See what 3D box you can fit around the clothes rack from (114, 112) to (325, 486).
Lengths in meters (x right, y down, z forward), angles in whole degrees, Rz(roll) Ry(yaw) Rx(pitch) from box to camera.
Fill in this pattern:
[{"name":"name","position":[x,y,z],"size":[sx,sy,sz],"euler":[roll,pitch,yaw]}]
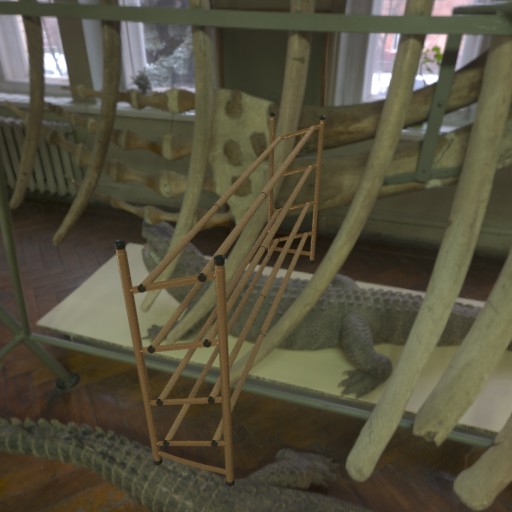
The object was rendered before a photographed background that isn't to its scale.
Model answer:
[{"name":"clothes rack","position":[0.000,0.000,1.468],"size":[0.229,0.672,1.168],"euler":[9,31,14]}]
